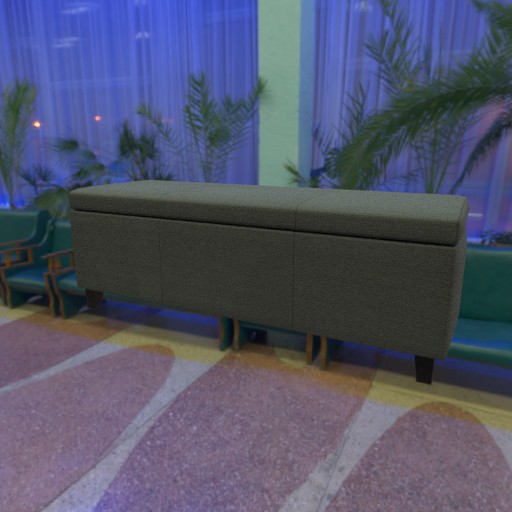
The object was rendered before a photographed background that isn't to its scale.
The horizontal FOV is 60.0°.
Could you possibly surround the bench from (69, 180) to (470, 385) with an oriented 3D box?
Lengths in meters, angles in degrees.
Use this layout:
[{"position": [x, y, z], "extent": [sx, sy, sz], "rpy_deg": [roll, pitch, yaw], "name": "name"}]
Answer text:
[{"position": [0.000, 0.000, 1.492], "extent": [1.269, 0.438, 0.446], "rpy_deg": [7, 16, 26], "name": "bench"}]
